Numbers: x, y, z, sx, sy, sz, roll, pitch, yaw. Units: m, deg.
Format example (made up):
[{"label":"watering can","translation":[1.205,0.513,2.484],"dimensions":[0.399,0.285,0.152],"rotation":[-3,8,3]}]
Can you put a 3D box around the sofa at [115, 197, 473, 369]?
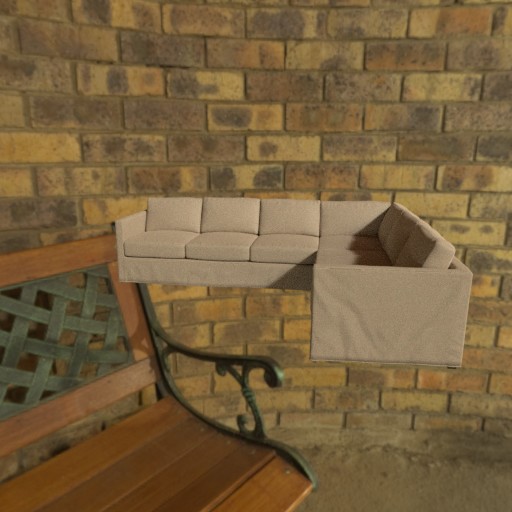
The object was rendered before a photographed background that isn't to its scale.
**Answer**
[{"label":"sofa","translation":[0.000,0.000,4.250],"dimensions":[3.182,0.871,2.432],"rotation":[2,14,9]}]
